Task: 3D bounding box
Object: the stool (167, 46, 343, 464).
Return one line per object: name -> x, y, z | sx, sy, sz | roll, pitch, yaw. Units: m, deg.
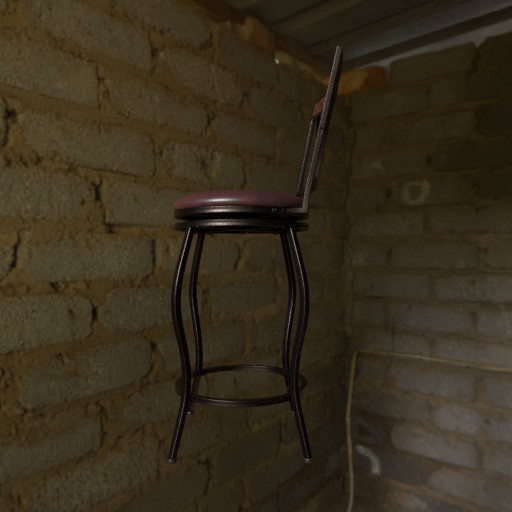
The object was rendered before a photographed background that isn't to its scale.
stool -> 0.000, 0.000, 1.388 | 0.514, 1.117, 0.433 | 0, 0, -1
